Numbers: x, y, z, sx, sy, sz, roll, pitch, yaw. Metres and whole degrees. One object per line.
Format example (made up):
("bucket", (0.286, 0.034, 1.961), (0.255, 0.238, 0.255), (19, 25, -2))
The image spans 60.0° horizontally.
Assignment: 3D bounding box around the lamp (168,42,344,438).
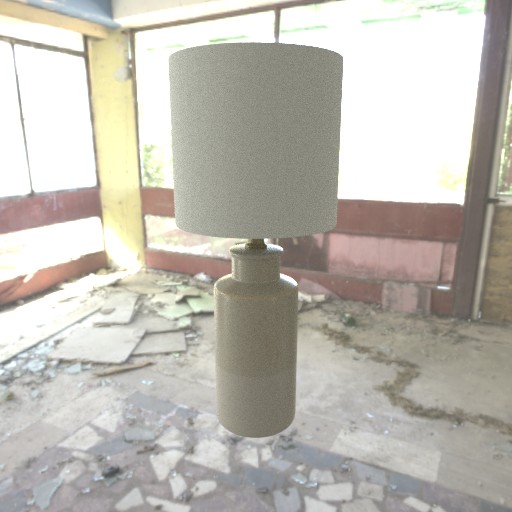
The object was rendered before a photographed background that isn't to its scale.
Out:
("lamp", (0.000, 0.000, 0.603), (0.212, 0.493, 0.212), (-7, 16, -26))
